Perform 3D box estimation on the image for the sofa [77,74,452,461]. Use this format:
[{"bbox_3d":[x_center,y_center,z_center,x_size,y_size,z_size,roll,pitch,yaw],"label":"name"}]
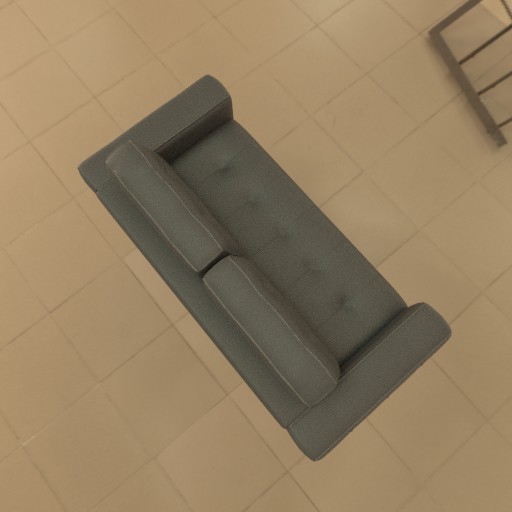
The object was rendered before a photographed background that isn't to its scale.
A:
[{"bbox_3d":[0.000,0.000,2.174,0.833,0.893,1.726,-39,79,-9],"label":"sofa"}]
